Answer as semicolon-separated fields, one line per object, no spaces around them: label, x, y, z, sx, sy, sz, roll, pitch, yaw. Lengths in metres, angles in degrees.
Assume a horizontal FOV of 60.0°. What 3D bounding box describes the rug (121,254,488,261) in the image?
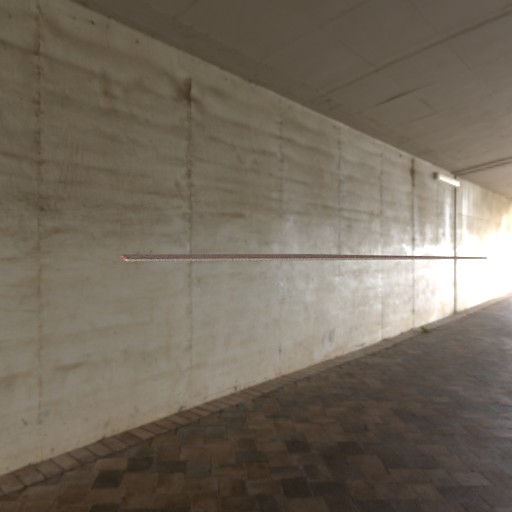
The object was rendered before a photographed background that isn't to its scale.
rug;0.000;0.000;4.190;2.441;0.016;3.095;0;1;-17
